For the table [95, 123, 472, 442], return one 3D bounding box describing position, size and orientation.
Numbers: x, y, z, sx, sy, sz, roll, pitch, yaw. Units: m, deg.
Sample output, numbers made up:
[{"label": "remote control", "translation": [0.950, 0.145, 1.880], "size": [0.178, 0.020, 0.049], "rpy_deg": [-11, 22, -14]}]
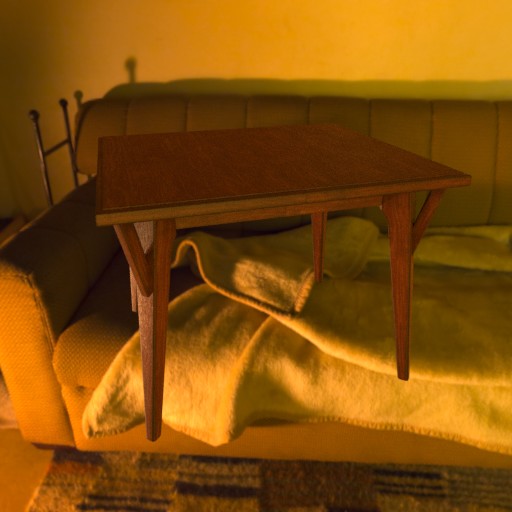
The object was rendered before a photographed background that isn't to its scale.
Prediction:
[{"label": "table", "translation": [0.000, 0.000, 1.618], "size": [0.991, 0.761, 0.838], "rpy_deg": [-8, 28, -15]}]
